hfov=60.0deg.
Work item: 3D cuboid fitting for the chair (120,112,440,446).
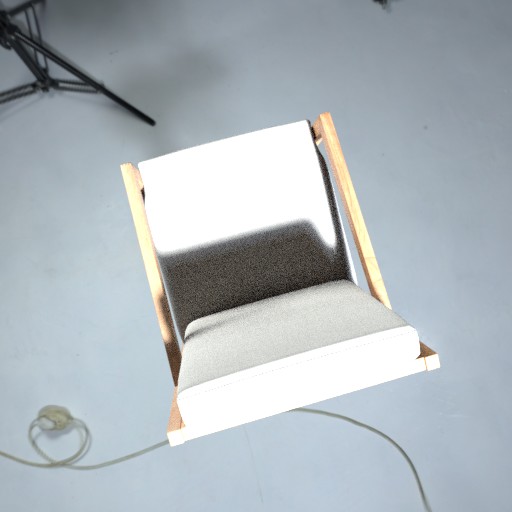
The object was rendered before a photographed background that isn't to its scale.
[{"bbox_3d":[0.000,0.000,1.384,0.622,0.790,0.857,-15,78,-3],"label":"chair"}]
